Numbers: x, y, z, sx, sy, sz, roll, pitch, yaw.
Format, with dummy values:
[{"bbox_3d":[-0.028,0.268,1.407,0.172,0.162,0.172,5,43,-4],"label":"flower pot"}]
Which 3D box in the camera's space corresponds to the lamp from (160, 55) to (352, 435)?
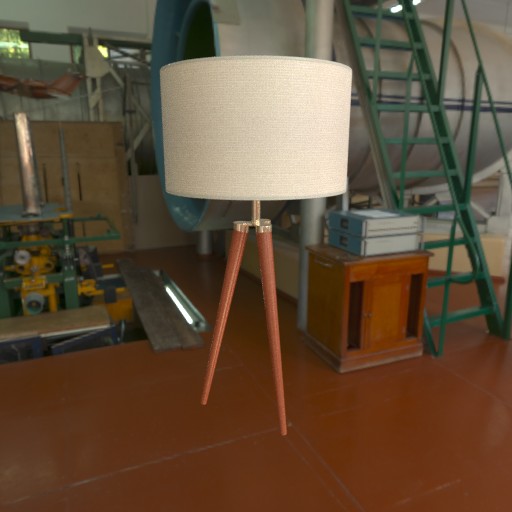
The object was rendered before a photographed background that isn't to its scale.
[{"bbox_3d":[0.000,0.000,0.922,0.354,0.709,0.355,3,15,10],"label":"lamp"}]
